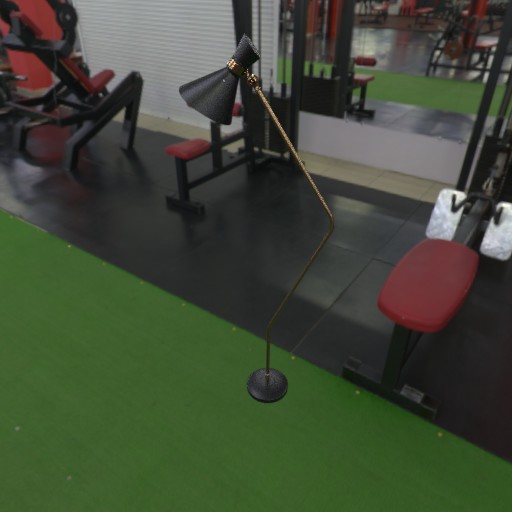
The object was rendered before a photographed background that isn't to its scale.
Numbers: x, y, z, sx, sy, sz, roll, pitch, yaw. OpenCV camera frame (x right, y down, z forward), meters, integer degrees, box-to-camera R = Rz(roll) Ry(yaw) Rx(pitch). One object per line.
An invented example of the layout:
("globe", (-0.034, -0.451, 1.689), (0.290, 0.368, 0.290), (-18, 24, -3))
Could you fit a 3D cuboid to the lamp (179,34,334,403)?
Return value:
("lamp", (0.000, 0.000, 1.604), (0.467, 1.438, 0.277), (23, 40, 31))
